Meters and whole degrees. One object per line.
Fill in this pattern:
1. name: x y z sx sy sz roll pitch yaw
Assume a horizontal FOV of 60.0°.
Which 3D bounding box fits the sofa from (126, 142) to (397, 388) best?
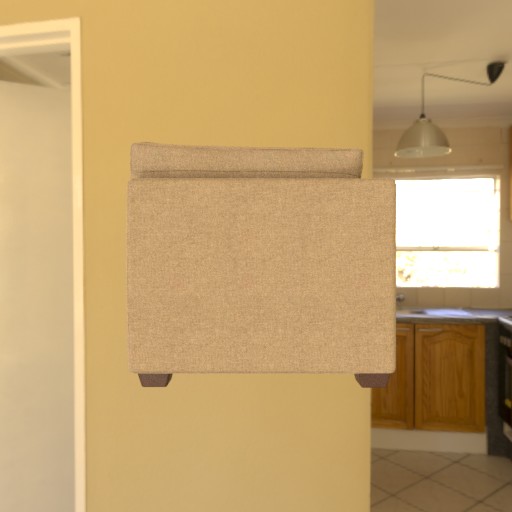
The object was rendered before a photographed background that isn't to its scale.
1. sofa: 0.000 0.000 2.830 1.110 1.019 2.238 0 1 -1
